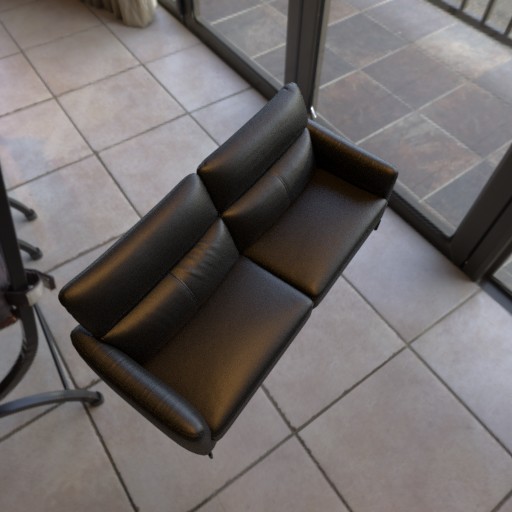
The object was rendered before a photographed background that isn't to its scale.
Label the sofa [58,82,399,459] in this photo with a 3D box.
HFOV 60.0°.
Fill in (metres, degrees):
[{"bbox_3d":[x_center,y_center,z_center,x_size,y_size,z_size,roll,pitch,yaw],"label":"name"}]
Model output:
[{"bbox_3d":[0.000,0.000,2.574,0.856,0.957,2.069,31,62,19],"label":"sofa"}]
